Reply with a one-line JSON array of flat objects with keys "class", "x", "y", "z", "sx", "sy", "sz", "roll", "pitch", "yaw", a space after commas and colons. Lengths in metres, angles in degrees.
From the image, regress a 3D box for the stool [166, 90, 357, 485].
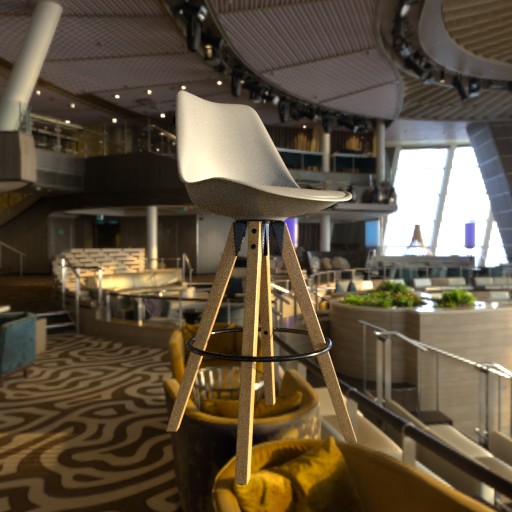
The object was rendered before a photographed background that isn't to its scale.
[{"class": "stool", "x": 0.000, "y": 0.000, "z": 1.387, "sx": 0.485, "sy": 1.115, "sz": 0.550, "roll": -1, "pitch": 1, "yaw": -37}]
